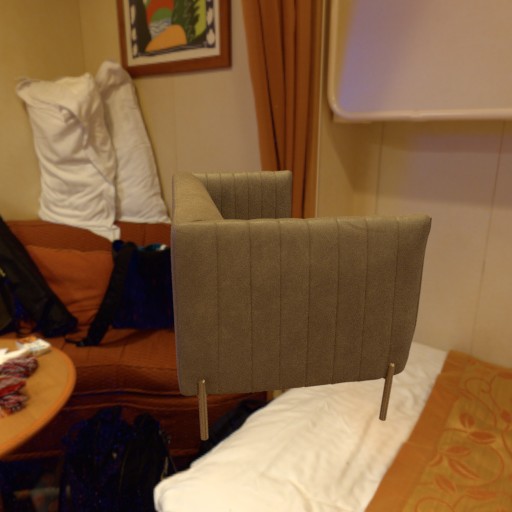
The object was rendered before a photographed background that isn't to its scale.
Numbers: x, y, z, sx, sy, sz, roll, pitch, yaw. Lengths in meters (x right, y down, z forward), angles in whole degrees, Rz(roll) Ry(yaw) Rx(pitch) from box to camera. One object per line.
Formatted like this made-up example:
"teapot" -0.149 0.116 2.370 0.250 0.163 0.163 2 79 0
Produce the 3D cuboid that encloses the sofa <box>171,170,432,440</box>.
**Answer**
"sofa" 0.000 0.000 2.408 0.876 0.779 1.980 -3 16 -10
